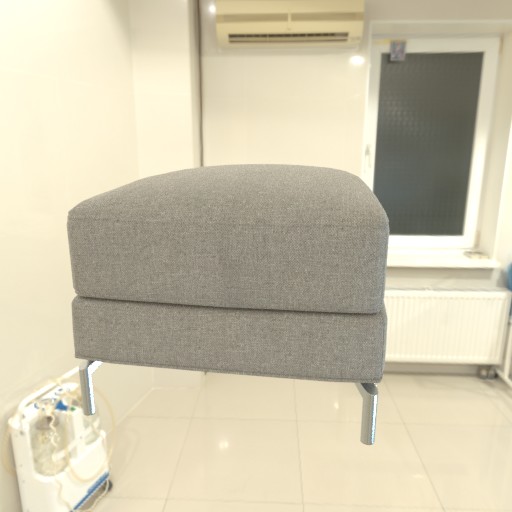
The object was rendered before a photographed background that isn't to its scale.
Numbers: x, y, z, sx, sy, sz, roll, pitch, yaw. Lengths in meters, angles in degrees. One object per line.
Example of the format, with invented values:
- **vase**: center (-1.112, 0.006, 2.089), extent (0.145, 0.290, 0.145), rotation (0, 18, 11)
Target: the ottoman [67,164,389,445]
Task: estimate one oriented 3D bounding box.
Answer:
- **ottoman**: center (0.000, 0.000, 1.149), extent (0.584, 0.457, 0.838), rotation (2, 14, 9)
